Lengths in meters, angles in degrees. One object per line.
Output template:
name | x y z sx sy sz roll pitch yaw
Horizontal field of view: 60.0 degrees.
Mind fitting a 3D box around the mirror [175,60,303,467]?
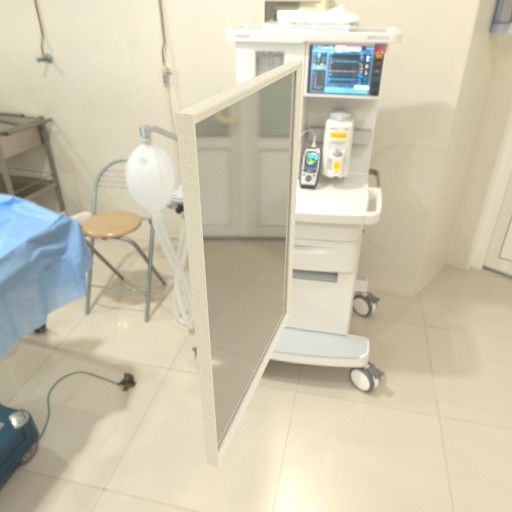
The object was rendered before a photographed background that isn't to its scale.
mirror | 0.000 0.000 1.357 0.041 1.016 0.762 11 32 17
